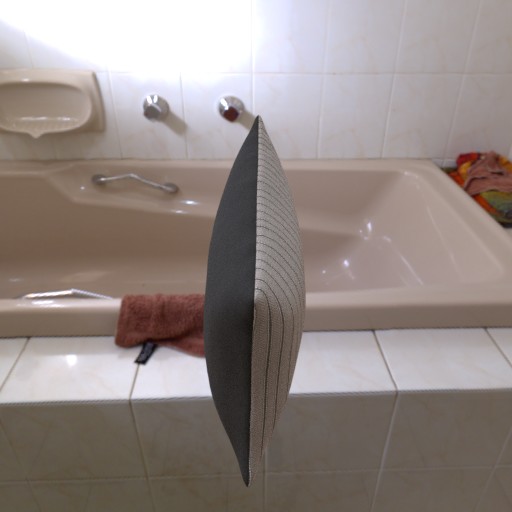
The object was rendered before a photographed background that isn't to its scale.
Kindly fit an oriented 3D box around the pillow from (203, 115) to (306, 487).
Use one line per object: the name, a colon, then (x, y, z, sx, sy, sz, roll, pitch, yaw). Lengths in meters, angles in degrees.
pillow: (0.000, 0.000, 0.727, 0.151, 0.305, 0.609, 0, 32, 1)
